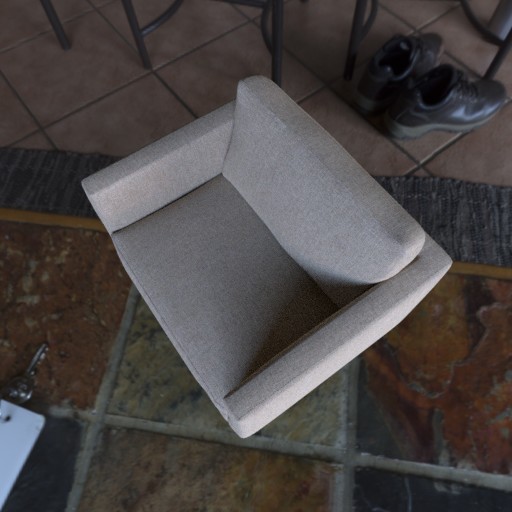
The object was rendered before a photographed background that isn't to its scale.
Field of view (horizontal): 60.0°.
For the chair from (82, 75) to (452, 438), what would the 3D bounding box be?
[{"bbox_3d":[0.000,0.000,1.871,0.959,0.987,1.107,-33,68,-15],"label":"chair"}]
